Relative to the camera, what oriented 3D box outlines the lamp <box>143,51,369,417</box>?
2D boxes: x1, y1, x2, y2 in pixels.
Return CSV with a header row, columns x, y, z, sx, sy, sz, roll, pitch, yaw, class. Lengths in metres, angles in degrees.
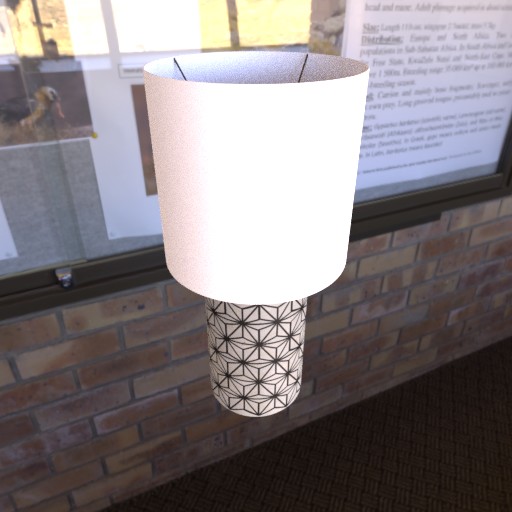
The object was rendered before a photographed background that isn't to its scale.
x,y,z,sx,sy,sz,roll,pitch,yaw,class
0.000,0.000,0.519,0.206,0.416,0.206,18,35,27,lamp
